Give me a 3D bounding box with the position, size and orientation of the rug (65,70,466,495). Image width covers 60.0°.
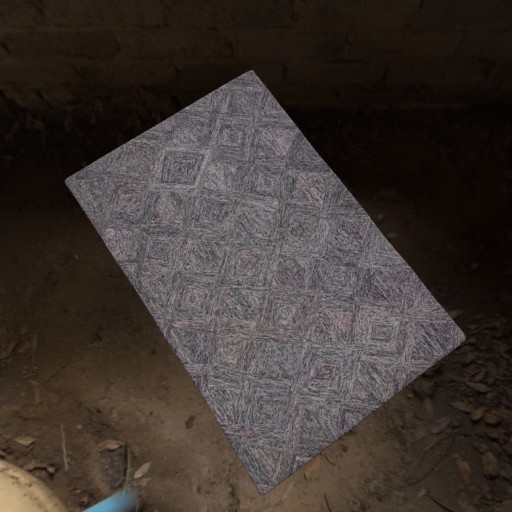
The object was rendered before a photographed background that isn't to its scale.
[{"bbox_3d":[0.000,0.000,2.129,1.158,0.013,1.752,-34,77,-9],"label":"rug"}]
